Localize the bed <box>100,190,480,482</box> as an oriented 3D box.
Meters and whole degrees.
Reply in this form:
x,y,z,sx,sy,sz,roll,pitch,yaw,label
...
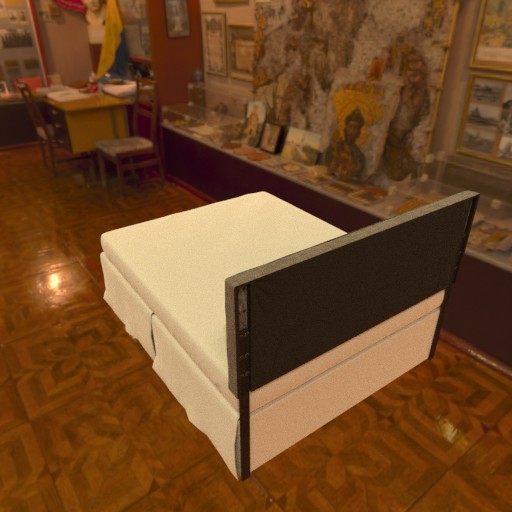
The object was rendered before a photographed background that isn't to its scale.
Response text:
x,y,z,sx,sy,sz,roll,pitch,yaw,label
0.000,0.000,2.972,1.621,1.168,1.958,-19,35,-30,bed
